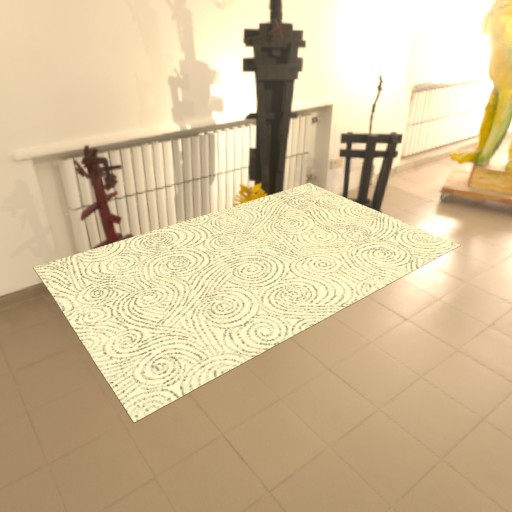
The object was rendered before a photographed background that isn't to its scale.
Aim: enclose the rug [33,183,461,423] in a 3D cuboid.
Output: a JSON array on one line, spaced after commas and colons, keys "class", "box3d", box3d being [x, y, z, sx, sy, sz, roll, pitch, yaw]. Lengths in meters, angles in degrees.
[{"class": "rug", "box3d": [0.000, 0.000, 2.965, 2.439, 0.005, 1.524, -21, 37, -32]}]
